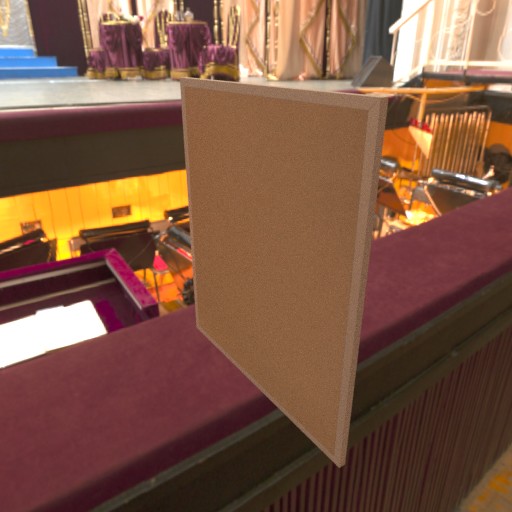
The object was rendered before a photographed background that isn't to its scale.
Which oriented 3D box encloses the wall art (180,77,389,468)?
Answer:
[{"bbox_3d":[0.000,0.000,0.770,0.012,0.557,0.482,-16,29,-31],"label":"wall art"}]
